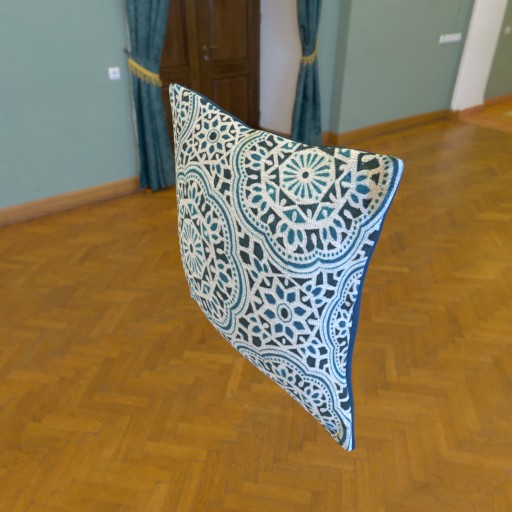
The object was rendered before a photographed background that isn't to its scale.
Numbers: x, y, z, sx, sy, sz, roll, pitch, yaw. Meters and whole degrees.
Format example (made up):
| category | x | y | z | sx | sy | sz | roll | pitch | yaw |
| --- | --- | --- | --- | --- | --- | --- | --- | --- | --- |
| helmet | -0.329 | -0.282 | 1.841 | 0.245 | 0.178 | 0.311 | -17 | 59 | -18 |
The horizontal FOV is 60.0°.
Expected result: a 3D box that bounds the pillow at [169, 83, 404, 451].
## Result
| category | x | y | z | sx | sy | sz | roll | pitch | yaw |
| --- | --- | --- | --- | --- | --- | --- | --- | --- | --- |
| pillow | 0.000 | 0.000 | 0.644 | 0.145 | 0.420 | 0.440 | -22 | 39 | -30 |
